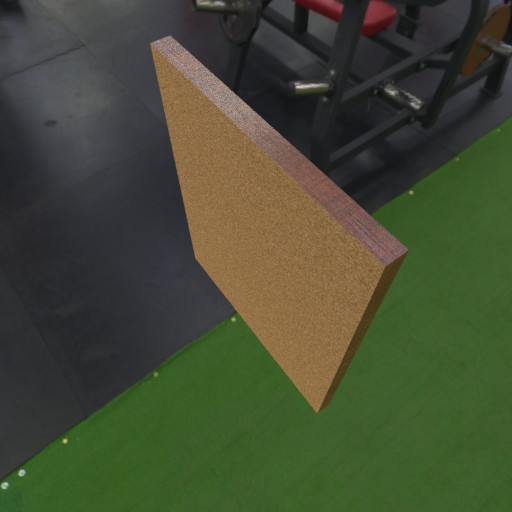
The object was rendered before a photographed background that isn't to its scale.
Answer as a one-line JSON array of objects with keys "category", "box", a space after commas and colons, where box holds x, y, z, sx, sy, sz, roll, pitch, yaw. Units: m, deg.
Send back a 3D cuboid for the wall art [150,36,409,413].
[{"category": "wall art", "box": [0.000, 0.000, 0.774, 0.033, 0.567, 0.467, -32, 62, -19]}]
